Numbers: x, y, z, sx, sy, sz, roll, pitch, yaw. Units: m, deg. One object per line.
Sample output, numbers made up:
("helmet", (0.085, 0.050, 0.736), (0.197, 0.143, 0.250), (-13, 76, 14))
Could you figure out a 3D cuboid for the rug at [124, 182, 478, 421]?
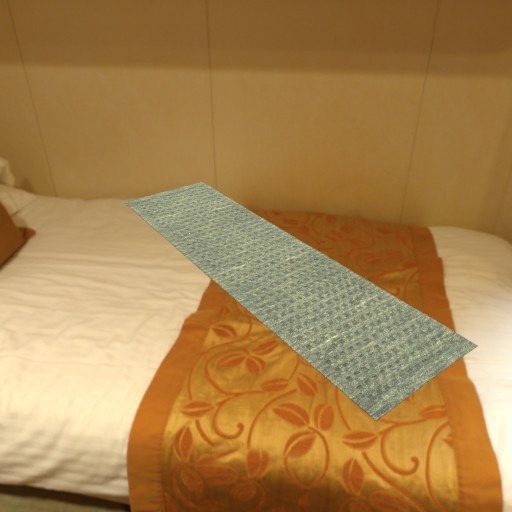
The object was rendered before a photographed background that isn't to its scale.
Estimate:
("rug", (0.000, 0.000, 2.664), (0.688, 0.008, 2.443), (-21, 37, -30))
